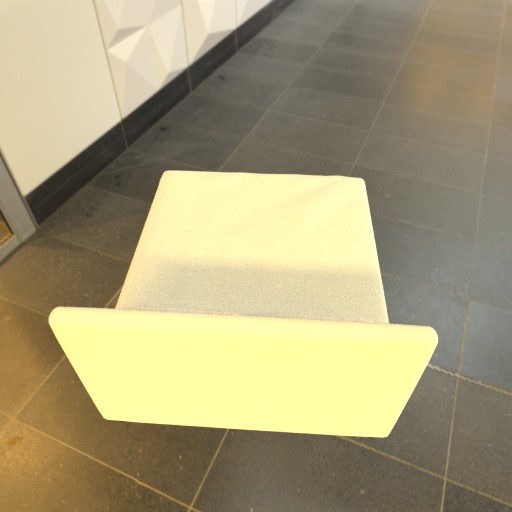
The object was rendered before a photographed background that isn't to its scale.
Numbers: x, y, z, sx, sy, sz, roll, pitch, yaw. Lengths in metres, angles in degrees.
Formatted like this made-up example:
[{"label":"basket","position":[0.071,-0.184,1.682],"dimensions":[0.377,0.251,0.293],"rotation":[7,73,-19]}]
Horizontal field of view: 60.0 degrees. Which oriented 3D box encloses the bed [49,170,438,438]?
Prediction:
[{"label":"bed","position":[0.000,0.000,3.528],"dimensions":[2.119,1.317,2.341],"rotation":[3,46,3]}]
